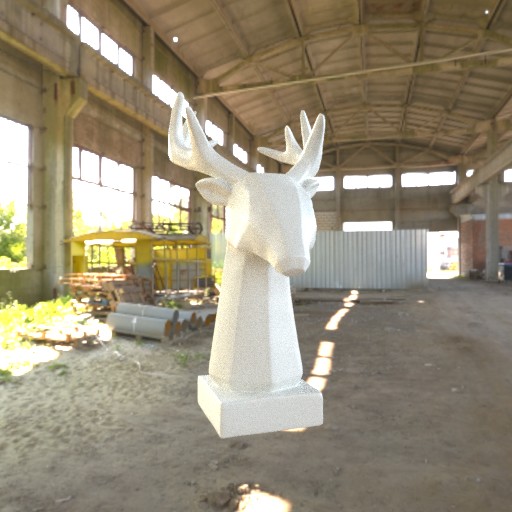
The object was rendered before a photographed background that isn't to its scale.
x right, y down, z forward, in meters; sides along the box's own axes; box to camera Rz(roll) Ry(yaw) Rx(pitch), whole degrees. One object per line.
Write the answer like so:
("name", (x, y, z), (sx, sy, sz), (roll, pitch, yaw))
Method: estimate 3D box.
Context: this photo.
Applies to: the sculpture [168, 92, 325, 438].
("sculpture", (0.000, 0.000, 0.463), (0.174, 0.329, 0.224), (0, -1, -19))
